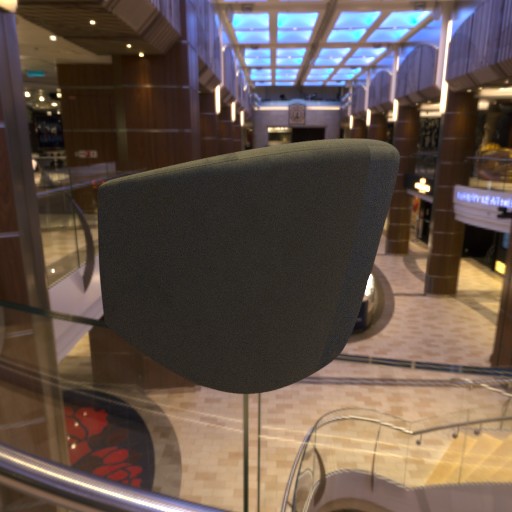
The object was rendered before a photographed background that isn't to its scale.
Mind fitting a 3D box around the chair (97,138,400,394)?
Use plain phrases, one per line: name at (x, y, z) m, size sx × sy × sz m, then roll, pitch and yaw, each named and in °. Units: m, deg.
chair at (0.000, 0.000, 1.371) m, size 0.773 × 0.698 × 0.767 m, roll -13°, pitch 20°, yaw -42°
